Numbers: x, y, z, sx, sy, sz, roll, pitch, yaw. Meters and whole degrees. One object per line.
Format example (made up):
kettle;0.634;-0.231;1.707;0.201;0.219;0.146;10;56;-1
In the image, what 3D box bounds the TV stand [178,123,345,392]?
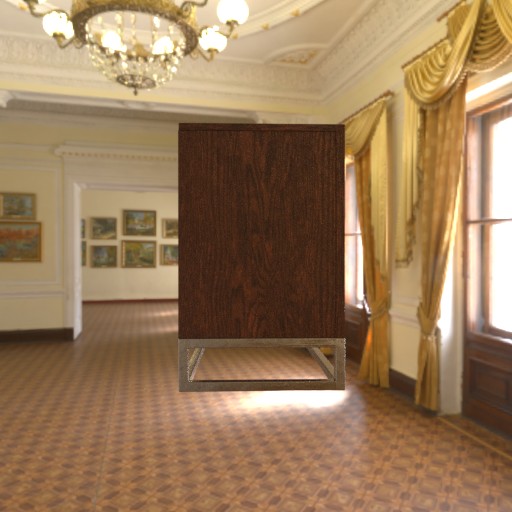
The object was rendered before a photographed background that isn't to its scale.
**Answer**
TV stand;0.000;0.000;1.726;0.382;0.578;1.541;0;0;-2
